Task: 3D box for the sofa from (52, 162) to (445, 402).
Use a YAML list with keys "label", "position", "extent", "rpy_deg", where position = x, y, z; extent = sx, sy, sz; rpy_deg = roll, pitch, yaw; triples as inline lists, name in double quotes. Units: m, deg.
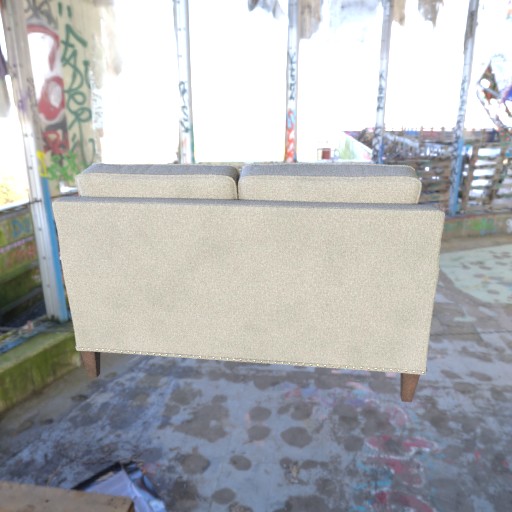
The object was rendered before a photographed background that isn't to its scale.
- label: "sofa"
  position: [0.000, 0.000, 2.266]
  extent: [1.597, 1.003, 1.084]
  rpy_deg: [2, 17, 7]
